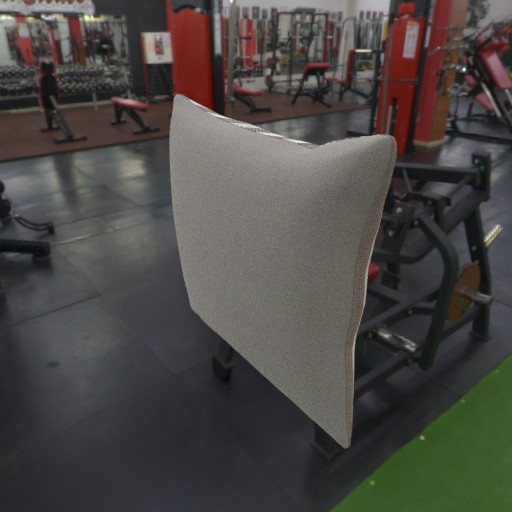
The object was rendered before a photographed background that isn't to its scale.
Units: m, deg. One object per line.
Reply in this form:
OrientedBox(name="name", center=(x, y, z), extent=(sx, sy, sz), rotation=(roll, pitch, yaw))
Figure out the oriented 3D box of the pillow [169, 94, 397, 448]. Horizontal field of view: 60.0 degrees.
OrientedBox(name="pillow", center=(0.000, 0.000, 0.629), extent=(0.173, 0.401, 0.416), rotation=(-18, 32, -32))
